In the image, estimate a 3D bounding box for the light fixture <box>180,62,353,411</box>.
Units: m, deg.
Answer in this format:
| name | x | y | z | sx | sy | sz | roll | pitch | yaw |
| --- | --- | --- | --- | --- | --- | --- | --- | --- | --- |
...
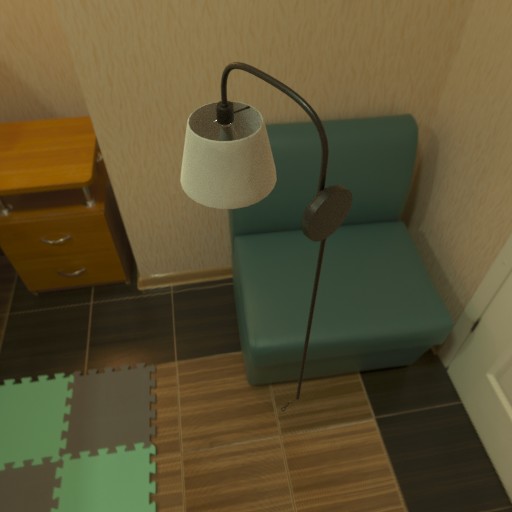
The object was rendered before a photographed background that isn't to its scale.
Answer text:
| name | x | y | z | sx | sy | sz | roll | pitch | yaw |
| --- | --- | --- | --- | --- | --- | --- | --- | --- | --- |
| light fixture | 0.000 | 0.000 | 0.463 | 0.092 | 0.399 | 0.176 | -31 | 55 | -25 |
